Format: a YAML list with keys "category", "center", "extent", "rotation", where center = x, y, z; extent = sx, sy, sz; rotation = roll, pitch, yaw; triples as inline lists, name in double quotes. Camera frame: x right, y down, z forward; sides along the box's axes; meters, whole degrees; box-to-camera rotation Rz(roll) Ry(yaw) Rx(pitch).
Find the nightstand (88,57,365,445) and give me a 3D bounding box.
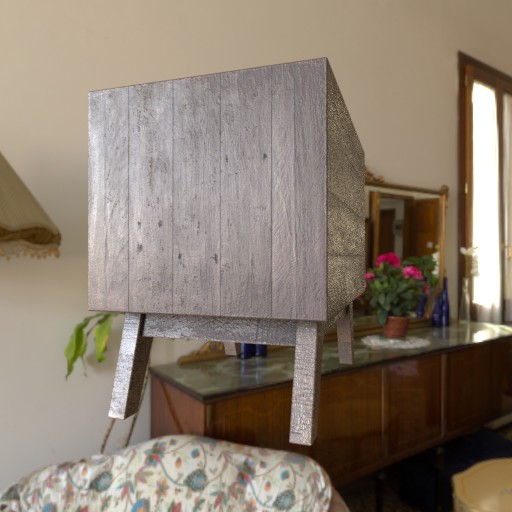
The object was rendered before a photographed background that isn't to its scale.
- category: "nightstand"
  center: [0.000, 0.000, 1.047]
  extent: [0.450, 0.599, 0.650]
  rotation: [0, 0, 19]
